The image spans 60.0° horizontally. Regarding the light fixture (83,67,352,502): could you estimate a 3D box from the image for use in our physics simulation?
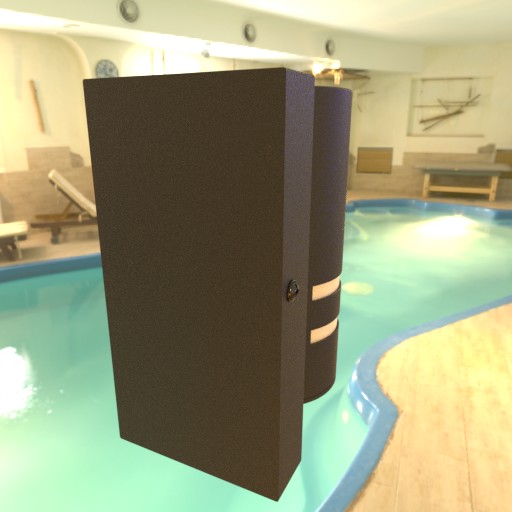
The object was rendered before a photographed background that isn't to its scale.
[{"bbox_3d":[0.000,0.000,0.250,0.098,0.179,0.138,8,19,26],"label":"light fixture"}]
